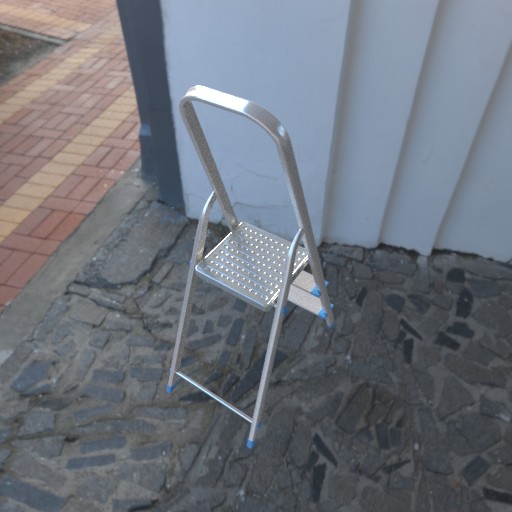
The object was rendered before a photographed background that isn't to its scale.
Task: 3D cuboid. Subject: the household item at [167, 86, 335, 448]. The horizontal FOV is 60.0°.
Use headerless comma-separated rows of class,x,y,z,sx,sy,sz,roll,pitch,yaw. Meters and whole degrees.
household item,0.000,0.000,1.477,0.420,1.215,0.687,25,51,23
